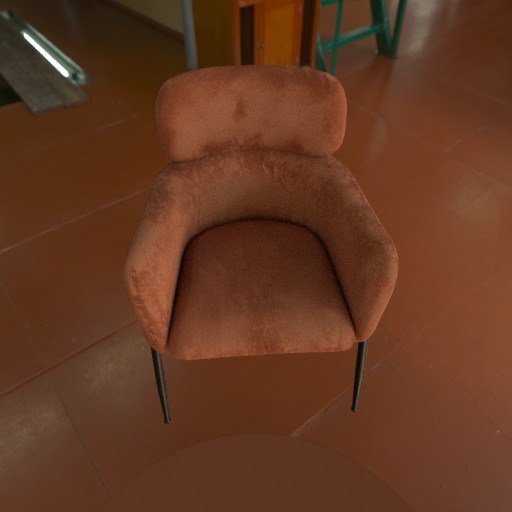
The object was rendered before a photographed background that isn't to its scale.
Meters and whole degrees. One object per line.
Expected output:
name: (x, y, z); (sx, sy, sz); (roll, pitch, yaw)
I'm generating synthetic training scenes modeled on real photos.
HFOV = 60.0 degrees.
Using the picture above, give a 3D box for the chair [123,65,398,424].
chair: (0.000, 0.000, 1.124); (0.561, 0.772, 0.523); (-3, 47, -3)
